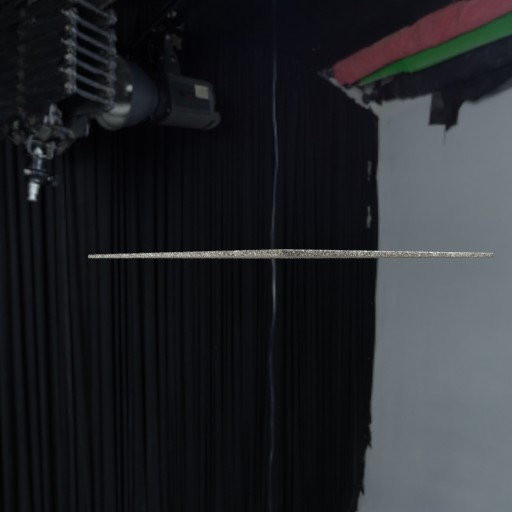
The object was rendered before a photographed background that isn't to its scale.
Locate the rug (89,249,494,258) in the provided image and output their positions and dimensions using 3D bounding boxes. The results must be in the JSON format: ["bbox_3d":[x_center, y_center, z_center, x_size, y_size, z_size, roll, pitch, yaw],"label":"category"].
[{"bbox_3d":[0.000,0.000,2.913,1.502,0.025,2.350,0,-1,-36],"label":"rug"}]
